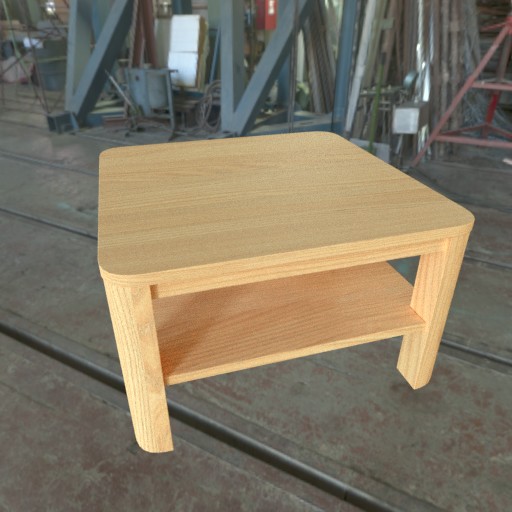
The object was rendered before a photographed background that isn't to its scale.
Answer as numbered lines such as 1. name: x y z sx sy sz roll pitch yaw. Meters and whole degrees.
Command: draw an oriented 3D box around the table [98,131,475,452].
1. table: 0.000 0.000 1.218 0.750 0.450 0.750 -9 31 -14
